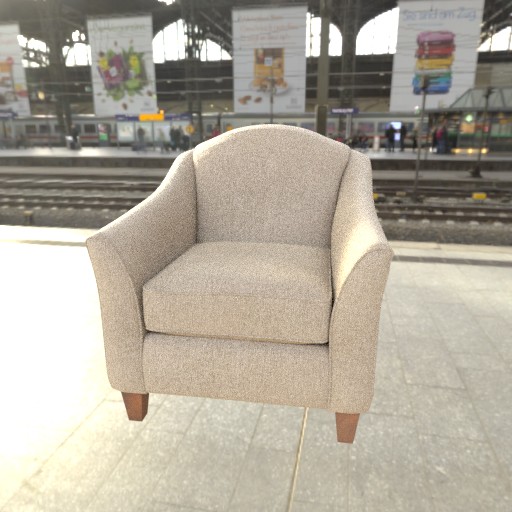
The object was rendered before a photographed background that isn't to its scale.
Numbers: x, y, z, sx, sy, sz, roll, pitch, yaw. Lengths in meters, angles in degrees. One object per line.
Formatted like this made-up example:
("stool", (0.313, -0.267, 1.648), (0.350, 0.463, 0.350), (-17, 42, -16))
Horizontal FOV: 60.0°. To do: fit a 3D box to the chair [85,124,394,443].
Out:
("chair", (0.000, 0.000, 1.451), (0.763, 0.839, 0.787), (2, 16, 9))
